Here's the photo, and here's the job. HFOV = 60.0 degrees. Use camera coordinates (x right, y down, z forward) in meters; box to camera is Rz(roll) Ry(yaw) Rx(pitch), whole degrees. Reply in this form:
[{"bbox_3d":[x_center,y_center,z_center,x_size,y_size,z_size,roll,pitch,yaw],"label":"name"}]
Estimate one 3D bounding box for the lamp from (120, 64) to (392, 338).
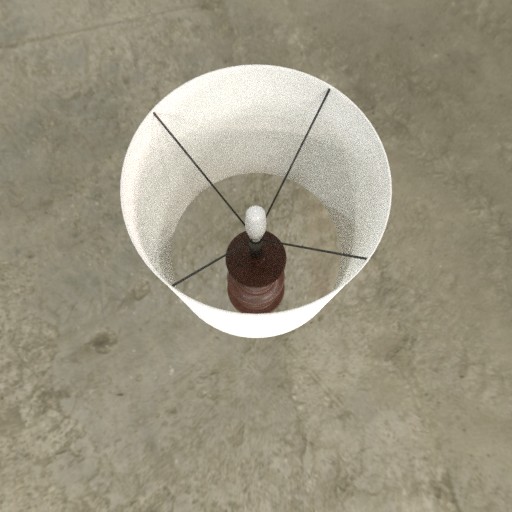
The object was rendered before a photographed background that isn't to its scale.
[{"bbox_3d":[0.000,0.000,0.561,0.208,0.455,0.208,16,76,4],"label":"lamp"}]
